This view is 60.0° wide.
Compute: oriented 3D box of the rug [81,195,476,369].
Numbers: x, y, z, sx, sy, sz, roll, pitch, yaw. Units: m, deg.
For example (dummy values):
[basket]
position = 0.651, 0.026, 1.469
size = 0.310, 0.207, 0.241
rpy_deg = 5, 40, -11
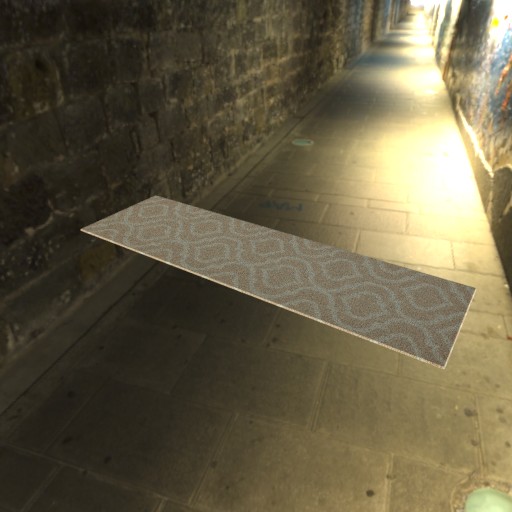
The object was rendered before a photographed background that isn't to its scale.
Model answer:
[rug]
position = 0.000, 0.000, 2.597
size = 2.289, 0.013, 0.691
rpy_deg = 18, 35, 28
